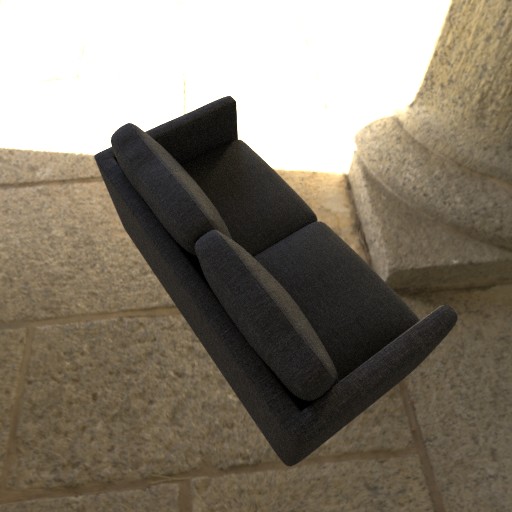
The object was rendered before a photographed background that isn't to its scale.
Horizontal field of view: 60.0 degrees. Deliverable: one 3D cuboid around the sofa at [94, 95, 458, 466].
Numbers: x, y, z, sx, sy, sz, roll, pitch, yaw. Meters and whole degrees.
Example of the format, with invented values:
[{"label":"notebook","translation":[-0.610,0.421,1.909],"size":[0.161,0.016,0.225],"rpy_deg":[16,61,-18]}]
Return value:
[{"label":"sofa","translation":[0.000,0.000,2.440],"size":[0.950,0.963,1.884],"rpy_deg":[-31,63,-18]}]
